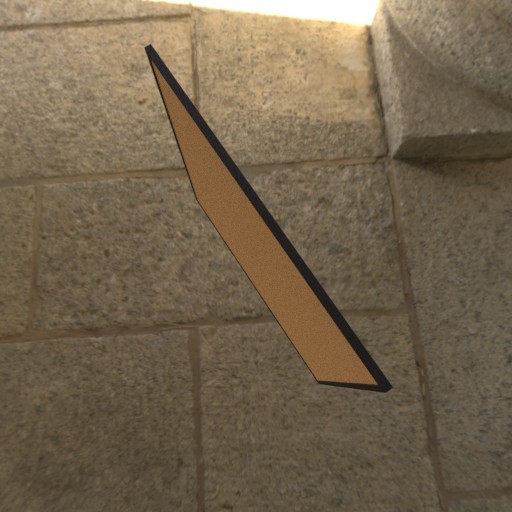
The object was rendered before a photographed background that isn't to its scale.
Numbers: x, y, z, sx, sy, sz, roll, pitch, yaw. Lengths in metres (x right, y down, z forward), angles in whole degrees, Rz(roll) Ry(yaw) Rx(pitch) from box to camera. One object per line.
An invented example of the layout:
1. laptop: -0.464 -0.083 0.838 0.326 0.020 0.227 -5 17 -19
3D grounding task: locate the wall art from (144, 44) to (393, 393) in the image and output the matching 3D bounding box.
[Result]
1. wall art: 0.000 0.000 0.994 0.015 0.663 0.664 -32 77 -8
